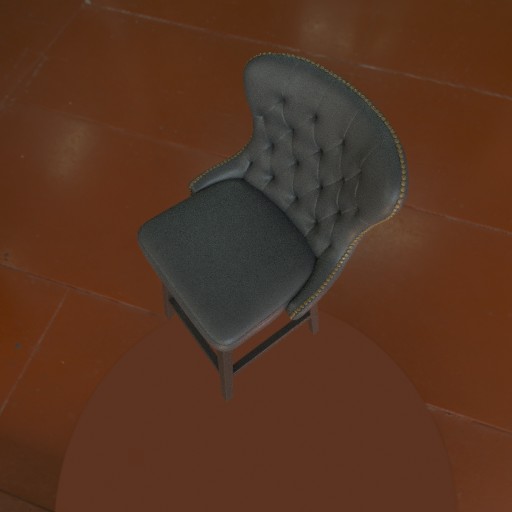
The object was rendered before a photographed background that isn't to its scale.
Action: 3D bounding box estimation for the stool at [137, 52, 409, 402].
[{"bbox_3d":[0.000,0.000,1.340,0.593,0.971,0.528,-34,68,-16],"label":"stool"}]
